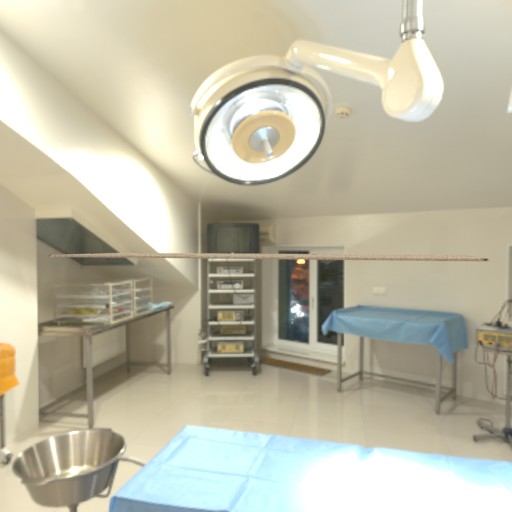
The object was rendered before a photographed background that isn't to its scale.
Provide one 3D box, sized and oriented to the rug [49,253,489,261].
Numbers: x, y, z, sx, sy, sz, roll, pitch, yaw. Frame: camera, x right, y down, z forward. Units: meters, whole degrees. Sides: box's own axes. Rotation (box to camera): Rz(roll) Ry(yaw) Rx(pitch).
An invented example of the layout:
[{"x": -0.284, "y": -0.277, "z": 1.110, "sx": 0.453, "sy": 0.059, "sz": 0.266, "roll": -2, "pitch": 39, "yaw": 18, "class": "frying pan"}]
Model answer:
[{"x": 0.000, "y": 0.000, "z": 2.716, "sx": 2.438, "sy": 0.012, "sz": 0.762, "roll": 0, "pitch": 2, "yaw": 18, "class": "rug"}]
